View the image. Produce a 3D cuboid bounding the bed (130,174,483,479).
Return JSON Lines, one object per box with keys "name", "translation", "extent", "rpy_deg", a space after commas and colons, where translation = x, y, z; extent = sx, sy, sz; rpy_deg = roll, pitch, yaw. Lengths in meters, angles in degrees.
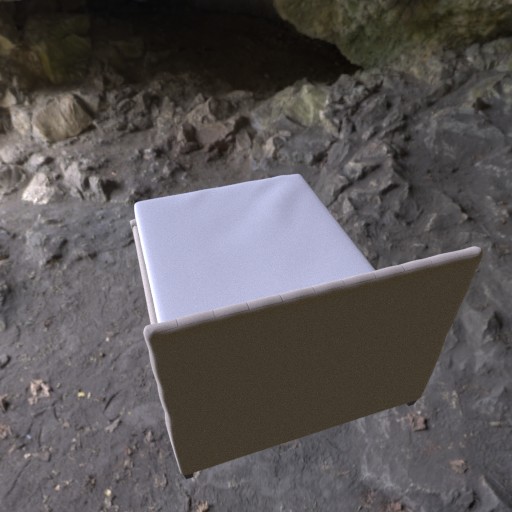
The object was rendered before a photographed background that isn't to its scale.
{"name": "bed", "translation": [0.000, 0.000, 3.248], "extent": [1.696, 1.426, 2.233], "rpy_deg": [-12, 43, -14]}
